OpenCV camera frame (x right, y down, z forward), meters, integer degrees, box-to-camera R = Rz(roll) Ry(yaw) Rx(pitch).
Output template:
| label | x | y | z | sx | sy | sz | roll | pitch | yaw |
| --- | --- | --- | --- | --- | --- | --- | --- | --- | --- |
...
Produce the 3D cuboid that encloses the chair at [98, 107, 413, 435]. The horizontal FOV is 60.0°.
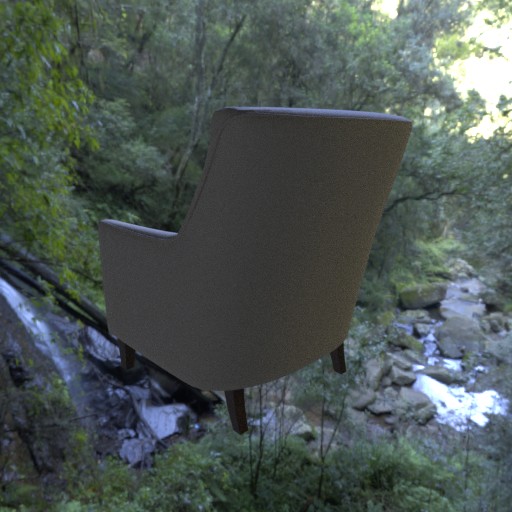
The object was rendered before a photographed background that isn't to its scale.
| label | x | y | z | sx | sy | sz | roll | pitch | yaw |
| --- | --- | --- | --- | --- | --- | --- | --- | --- | --- |
| chair | 0.000 | 0.000 | 1.517 | 0.756 | 0.916 | 0.879 | -14 | 20 | -42 |
